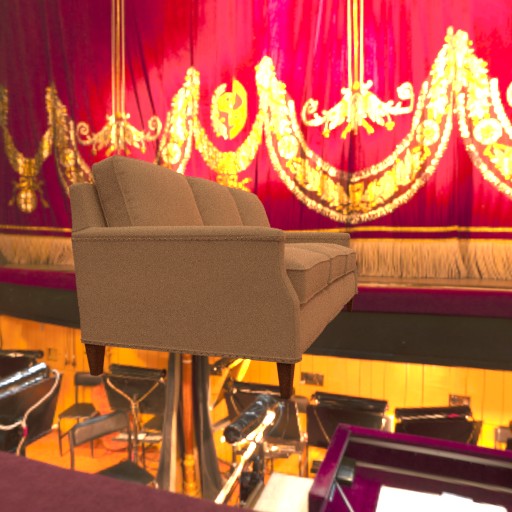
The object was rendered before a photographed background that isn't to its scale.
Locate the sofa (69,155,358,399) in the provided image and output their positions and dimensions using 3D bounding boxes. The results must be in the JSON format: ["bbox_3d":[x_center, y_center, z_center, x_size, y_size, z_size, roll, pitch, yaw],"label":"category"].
[{"bbox_3d":[0.000,0.000,2.849,1.084,1.003,2.246,1,3,18],"label":"sofa"}]
